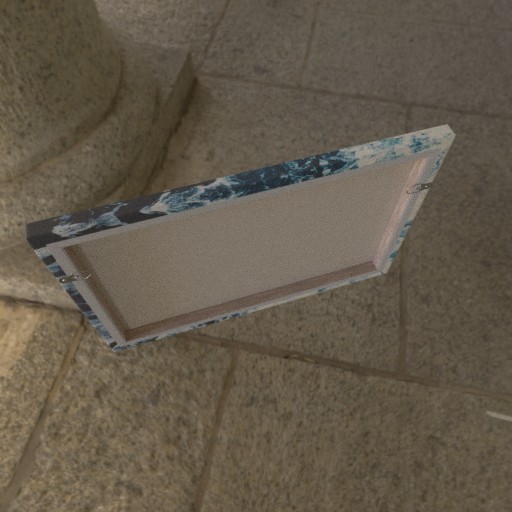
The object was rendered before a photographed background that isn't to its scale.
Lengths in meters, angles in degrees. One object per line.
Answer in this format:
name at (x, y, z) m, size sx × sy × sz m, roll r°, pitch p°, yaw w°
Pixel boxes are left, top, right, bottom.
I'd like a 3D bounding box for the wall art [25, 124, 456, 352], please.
wall art at (0.000, 0.000, 1.166) m, size 0.915 × 0.610 × 0.042 m, roll -15°, pitch 59°, yaw -9°
